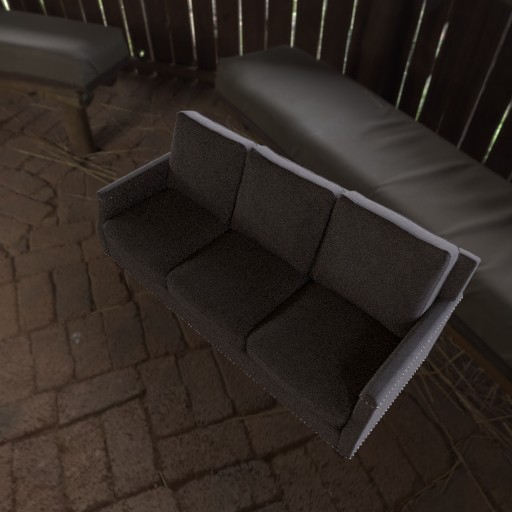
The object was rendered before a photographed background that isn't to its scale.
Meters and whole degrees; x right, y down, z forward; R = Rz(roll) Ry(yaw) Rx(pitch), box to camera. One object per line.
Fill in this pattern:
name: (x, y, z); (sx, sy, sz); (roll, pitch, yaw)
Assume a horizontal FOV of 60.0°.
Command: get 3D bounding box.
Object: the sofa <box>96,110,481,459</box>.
sofa: (0.000, 0.000, 2.790); (2.226, 1.042, 1.034); (34, 55, 28)
